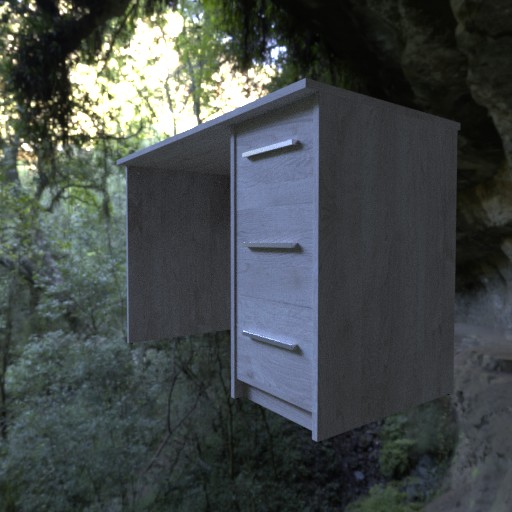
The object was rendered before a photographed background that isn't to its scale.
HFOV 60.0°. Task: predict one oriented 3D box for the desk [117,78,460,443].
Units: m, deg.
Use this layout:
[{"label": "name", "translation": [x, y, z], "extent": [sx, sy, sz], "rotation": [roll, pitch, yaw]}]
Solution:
[{"label": "desk", "translation": [0.000, 0.000, 1.482], "extent": [0.560, 0.735, 1.097], "rotation": [-1, 2, -36]}]
